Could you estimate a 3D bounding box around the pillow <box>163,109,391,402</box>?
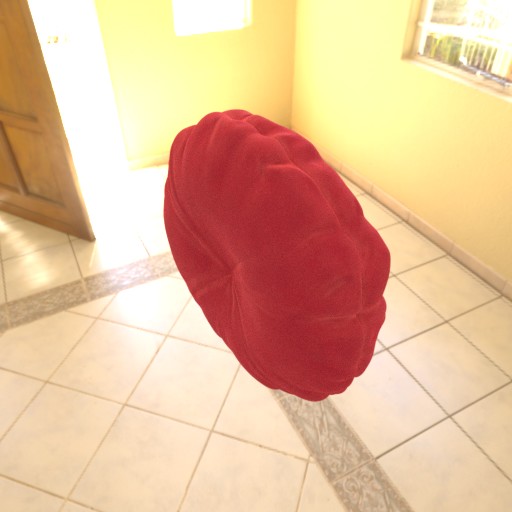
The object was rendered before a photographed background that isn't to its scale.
[{"bbox_3d":[0.000,0.000,0.640,0.148,0.407,0.428,-26,46,-28],"label":"pillow"}]
